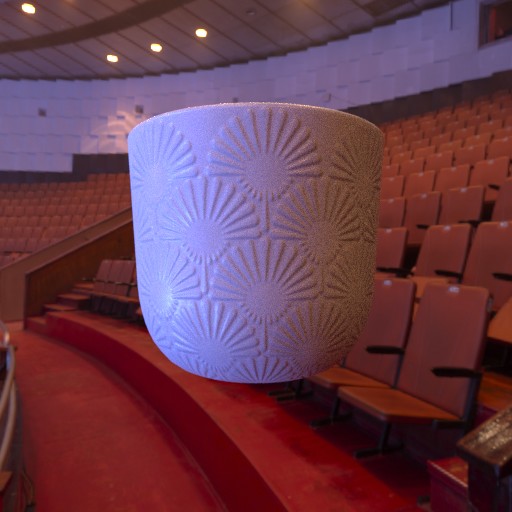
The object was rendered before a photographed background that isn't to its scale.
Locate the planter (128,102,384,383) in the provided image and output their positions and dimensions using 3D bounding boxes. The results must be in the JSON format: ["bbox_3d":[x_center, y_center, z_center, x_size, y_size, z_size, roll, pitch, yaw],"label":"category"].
[{"bbox_3d":[0.000,0.000,0.304,0.170,0.152,0.170,0,-1,0],"label":"planter"}]
